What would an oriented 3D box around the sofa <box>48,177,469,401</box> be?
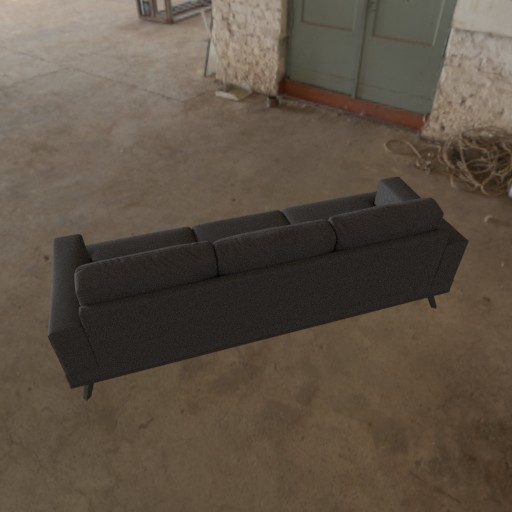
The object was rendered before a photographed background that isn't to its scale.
[{"bbox_3d":[0.000,0.000,2.724,2.310,0.810,0.920,-12,42,-13],"label":"sofa"}]
